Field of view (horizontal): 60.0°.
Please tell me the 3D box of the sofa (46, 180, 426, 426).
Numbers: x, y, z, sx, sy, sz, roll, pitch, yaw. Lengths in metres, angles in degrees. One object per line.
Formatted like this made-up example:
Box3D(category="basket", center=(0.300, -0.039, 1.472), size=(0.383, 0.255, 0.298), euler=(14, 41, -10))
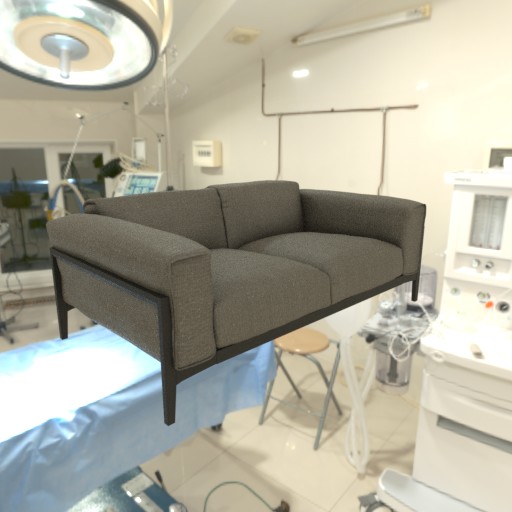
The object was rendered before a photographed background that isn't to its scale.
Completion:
Box3D(category="sofa", center=(0.000, 0.000, 2.218), size=(1.690, 0.656, 0.960), euler=(-14, 20, -42))
